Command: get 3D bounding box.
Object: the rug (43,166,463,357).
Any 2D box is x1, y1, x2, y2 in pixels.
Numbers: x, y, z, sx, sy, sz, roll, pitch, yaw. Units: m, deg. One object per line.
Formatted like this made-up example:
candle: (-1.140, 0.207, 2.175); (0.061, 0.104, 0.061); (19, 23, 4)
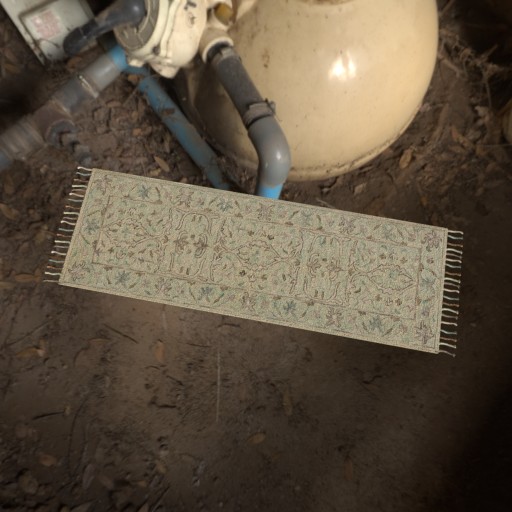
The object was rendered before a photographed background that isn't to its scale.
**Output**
rug: (0.000, 0.000, 2.670); (2.440, 0.013, 0.769); (10, 75, 3)
